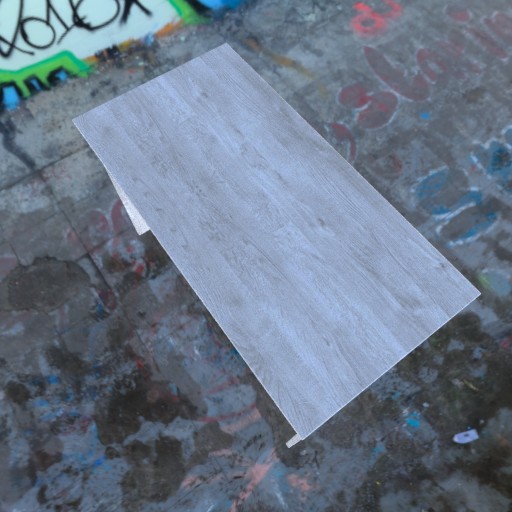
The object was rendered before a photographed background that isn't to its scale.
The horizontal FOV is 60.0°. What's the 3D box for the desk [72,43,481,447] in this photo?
[{"bbox_3d":[0.000,0.000,1.533,0.560,0.730,1.100,-33,69,-15],"label":"desk"}]
